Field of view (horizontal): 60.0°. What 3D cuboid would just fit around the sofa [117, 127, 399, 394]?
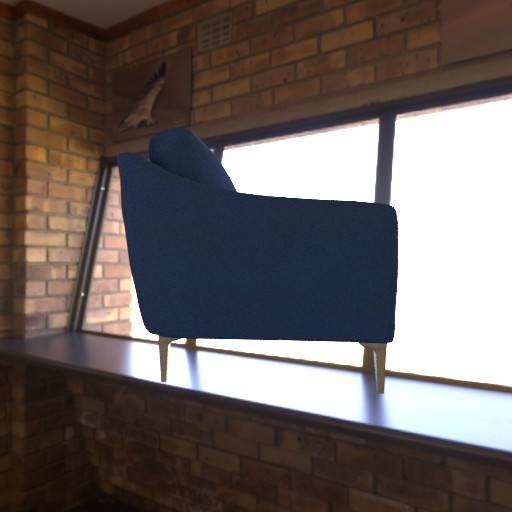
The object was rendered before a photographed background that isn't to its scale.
[{"bbox_3d":[0.000,0.000,2.175,0.960,0.902,1.619,0,-1,2],"label":"sofa"}]
